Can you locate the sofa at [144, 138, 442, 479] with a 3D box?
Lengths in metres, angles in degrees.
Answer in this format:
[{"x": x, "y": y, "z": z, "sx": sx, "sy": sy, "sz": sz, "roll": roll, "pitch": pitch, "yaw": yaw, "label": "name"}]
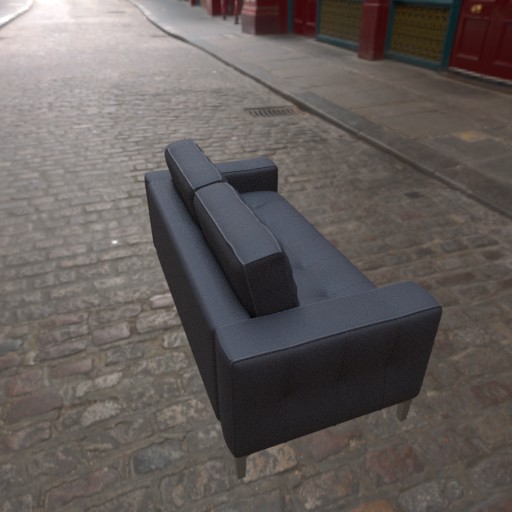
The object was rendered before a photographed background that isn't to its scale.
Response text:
[{"x": 0.000, "y": 0.000, "z": 2.229, "sx": 0.833, "sy": 0.893, "sz": 1.726, "roll": -11, "pitch": 34, "yaw": -18, "label": "sofa"}]
